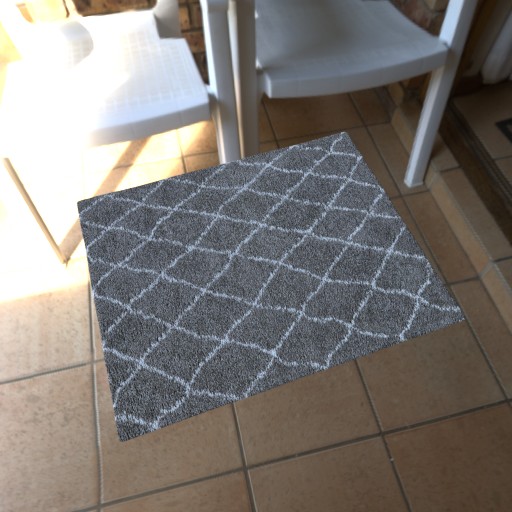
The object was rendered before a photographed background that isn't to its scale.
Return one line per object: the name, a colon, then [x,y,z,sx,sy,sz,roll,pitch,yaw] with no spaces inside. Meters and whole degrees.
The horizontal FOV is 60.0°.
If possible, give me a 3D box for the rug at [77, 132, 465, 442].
rug: [0.000,0.000,4.205,3.047,0.029,2.438,-17,60,-10]
